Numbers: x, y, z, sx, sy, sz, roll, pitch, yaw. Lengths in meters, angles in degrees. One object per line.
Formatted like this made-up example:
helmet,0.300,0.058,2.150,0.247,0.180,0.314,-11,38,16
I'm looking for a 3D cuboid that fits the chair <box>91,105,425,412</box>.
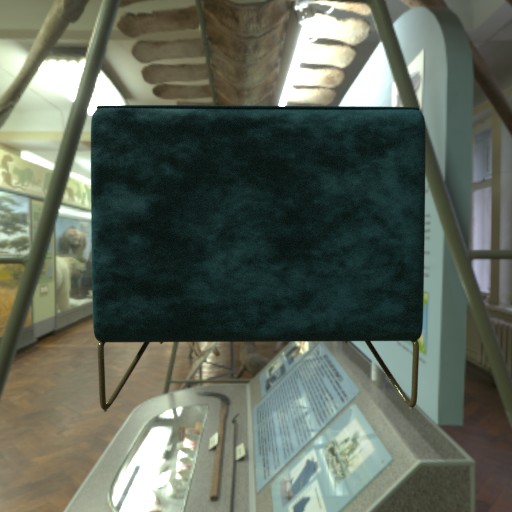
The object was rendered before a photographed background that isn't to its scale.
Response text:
chair,0.000,0.000,1.567,0.880,0.790,0.894,0,1,-1
